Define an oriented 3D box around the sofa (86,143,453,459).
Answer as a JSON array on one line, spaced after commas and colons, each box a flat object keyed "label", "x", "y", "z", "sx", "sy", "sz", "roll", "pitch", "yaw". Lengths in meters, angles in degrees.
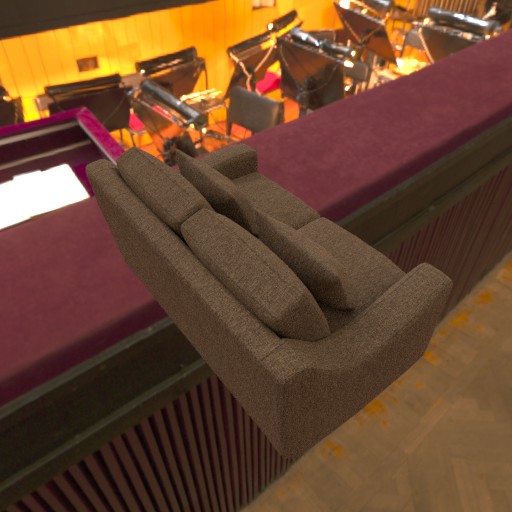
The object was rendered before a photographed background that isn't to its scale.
[{"label": "sofa", "x": 0.000, "y": 0.000, "z": 2.449, "sx": 1.120, "sy": 0.991, "sz": 1.778, "roll": -27, "pitch": 49, "yaw": -27}]
